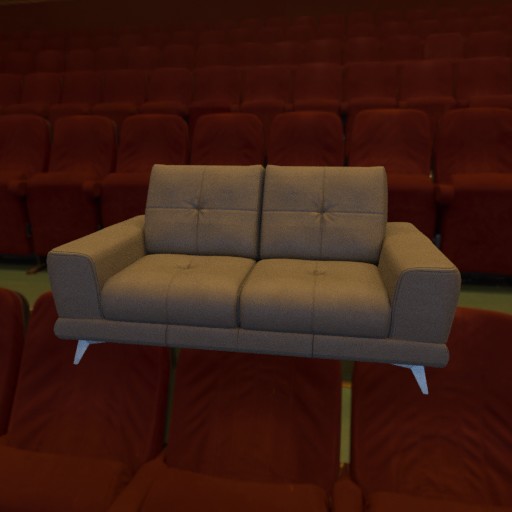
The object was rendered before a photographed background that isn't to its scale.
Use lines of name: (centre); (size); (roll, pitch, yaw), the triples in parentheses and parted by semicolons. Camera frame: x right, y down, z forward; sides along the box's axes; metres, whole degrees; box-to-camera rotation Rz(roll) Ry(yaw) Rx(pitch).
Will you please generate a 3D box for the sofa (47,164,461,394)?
sofa: (0.000, 0.000, 2.331); (1.806, 0.907, 1.018); (2, 15, 9)
